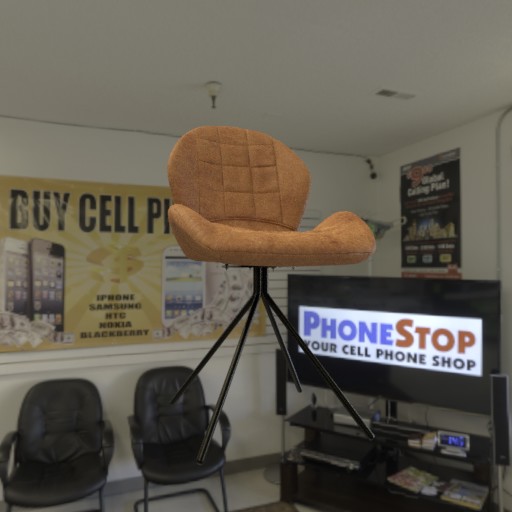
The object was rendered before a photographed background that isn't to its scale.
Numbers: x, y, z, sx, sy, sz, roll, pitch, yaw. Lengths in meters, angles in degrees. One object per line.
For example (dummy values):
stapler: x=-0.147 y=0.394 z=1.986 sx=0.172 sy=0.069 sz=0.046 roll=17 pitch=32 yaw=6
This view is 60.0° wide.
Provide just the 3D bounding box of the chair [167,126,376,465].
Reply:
chair: x=0.000 y=0.000 z=1.295 sx=0.527 sy=0.929 sz=0.640 roll=0 pitch=-1 yaw=-18
